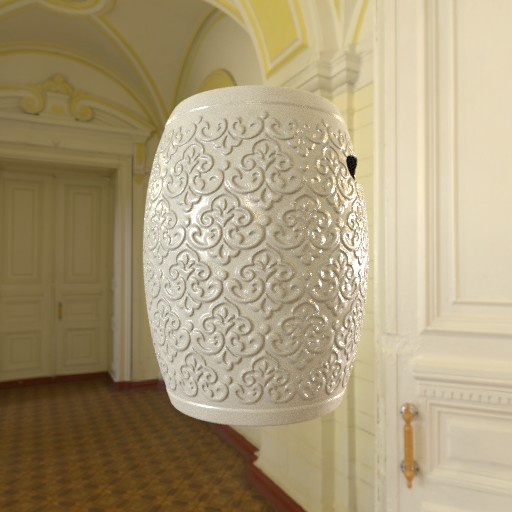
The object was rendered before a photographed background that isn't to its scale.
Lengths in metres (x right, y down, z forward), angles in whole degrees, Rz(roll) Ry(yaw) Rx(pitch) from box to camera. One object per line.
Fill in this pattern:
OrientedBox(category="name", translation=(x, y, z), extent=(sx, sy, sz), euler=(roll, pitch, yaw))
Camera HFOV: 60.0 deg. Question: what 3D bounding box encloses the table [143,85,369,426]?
OrientedBox(category="table", translation=(0.000, 0.000, 0.625), extent=(0.309, 0.397, 0.309), euler=(0, -1, 0))
